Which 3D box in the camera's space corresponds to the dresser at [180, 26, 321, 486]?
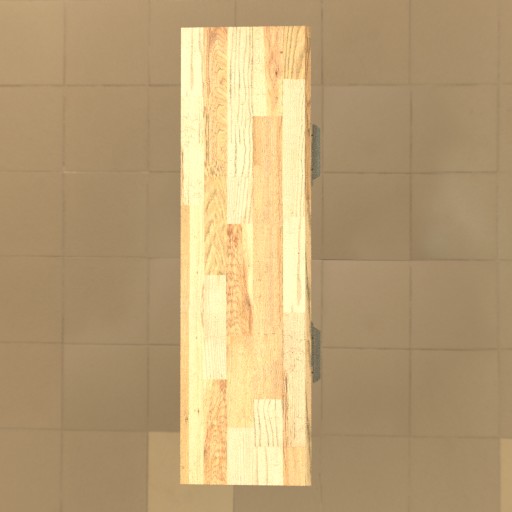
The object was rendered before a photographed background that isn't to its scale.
[{"bbox_3d":[0.000,0.000,1.912,0.487,0.834,1.547,0,89,2],"label":"dresser"}]
